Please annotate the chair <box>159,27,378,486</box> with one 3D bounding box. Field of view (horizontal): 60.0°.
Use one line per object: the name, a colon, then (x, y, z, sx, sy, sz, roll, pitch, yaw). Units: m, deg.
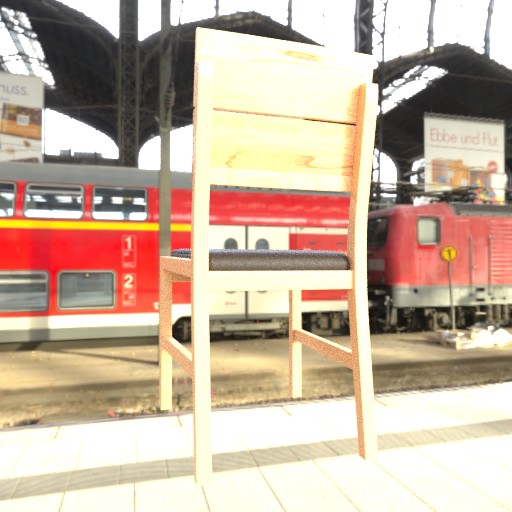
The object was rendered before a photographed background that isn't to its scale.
chair: (0.000, 0.000, 1.231, 0.475, 0.950, 0.560, 0, -1, -17)
